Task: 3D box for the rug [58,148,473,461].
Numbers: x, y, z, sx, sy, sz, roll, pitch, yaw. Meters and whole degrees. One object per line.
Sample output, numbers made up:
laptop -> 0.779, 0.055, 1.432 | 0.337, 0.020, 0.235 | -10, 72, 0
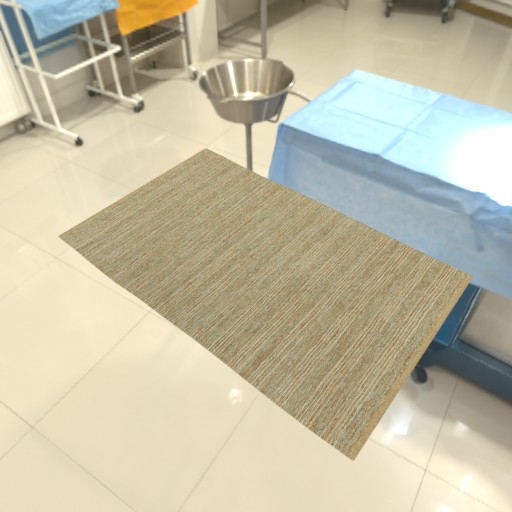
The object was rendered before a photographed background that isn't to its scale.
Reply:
rug -> 0.000, 0.000, 3.052 | 2.448, 0.012, 1.540 | 30, 53, 27
